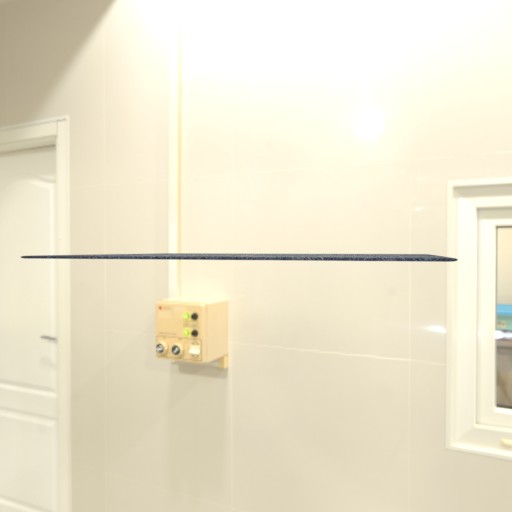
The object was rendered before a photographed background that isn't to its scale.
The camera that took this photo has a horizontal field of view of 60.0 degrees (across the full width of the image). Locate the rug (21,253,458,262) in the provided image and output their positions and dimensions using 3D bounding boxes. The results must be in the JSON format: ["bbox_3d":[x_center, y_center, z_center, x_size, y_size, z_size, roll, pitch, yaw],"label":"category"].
[{"bbox_3d":[0.000,0.000,4.192,3.245,0.024,2.385,0,1,17],"label":"rug"}]
